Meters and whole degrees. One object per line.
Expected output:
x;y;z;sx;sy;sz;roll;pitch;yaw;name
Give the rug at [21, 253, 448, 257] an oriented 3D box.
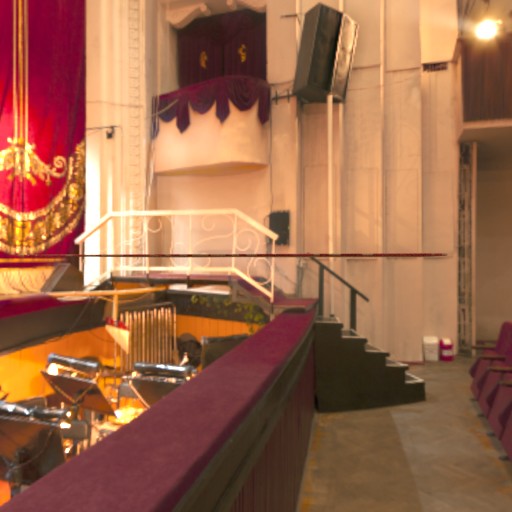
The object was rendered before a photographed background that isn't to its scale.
0.000;0.000;4.131;3.095;0.016;2.441;0;0;18;rug
